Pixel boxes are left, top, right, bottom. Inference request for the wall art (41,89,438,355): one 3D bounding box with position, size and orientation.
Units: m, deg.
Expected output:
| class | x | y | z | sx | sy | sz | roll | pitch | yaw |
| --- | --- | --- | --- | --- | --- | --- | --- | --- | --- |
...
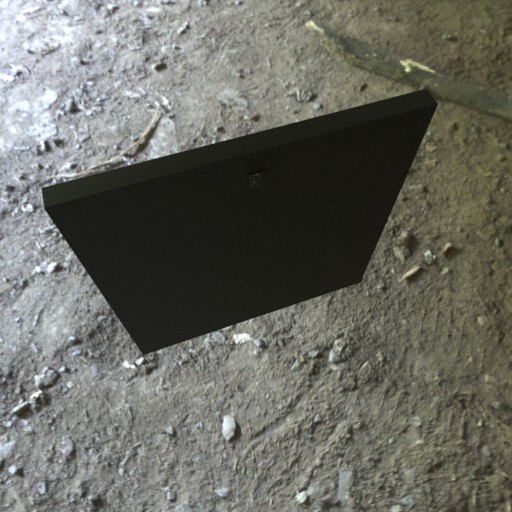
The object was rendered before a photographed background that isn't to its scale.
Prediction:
| class | x | y | z | sx | sy | sz | roll | pitch | yaw |
| --- | --- | --- | --- | --- | --- | --- | --- | --- | --- |
| wall art | 0.000 | 0.000 | 0.522 | 0.349 | 0.349 | 0.038 | -17 | 61 | -10 |
